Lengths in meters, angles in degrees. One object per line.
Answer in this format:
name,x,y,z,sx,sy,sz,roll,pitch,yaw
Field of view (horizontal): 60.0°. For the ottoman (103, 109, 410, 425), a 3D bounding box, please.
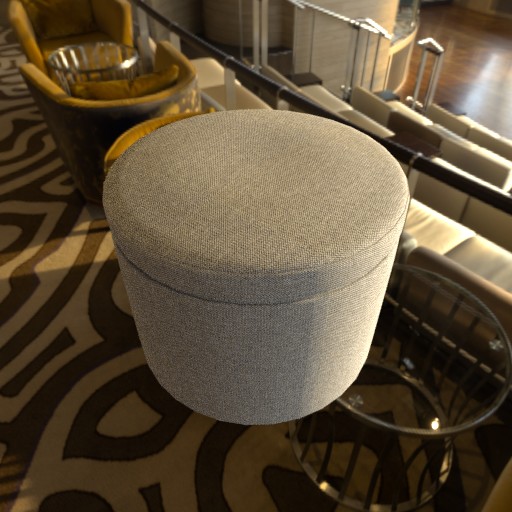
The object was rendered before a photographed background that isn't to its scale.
ottoman,0.000,0.000,0.862,0.500,0.419,0.500,0,41,0
